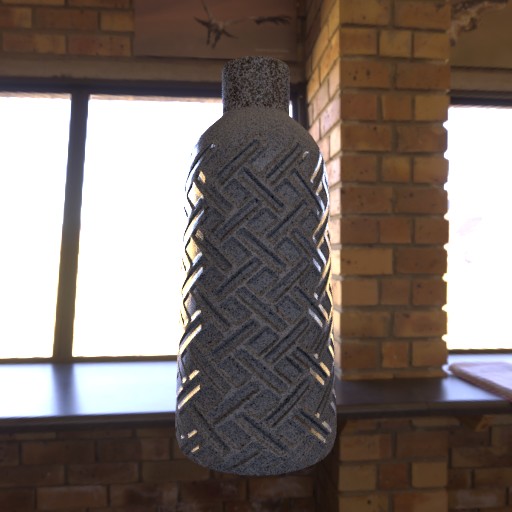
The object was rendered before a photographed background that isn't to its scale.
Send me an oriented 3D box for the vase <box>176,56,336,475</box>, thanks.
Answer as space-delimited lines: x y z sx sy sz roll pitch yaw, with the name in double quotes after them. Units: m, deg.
0.000 0.000 0.338 0.122 0.282 0.122 0 1 0 "vase"
